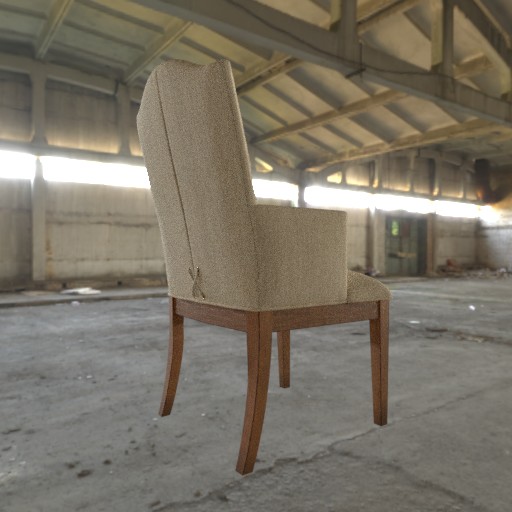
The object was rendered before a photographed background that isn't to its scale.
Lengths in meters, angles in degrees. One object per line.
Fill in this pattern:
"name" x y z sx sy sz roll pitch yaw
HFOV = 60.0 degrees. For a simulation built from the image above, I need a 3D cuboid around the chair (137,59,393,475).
"chair" 0.000 0.000 1.347 0.641 1.016 0.533 0 0 -36
